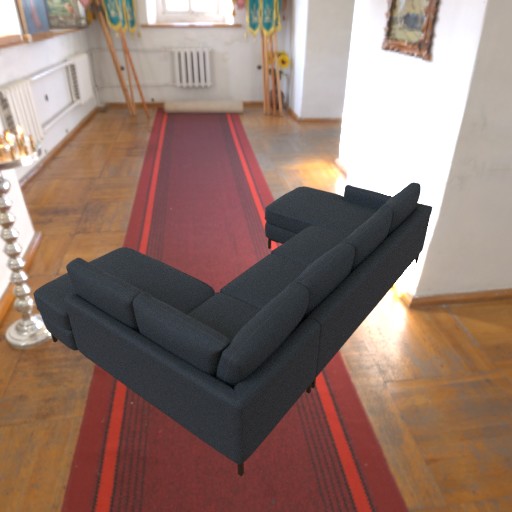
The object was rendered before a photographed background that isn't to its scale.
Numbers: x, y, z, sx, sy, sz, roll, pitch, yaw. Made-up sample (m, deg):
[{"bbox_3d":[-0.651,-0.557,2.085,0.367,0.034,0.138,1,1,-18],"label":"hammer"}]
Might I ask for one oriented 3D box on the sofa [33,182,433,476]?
[{"bbox_3d":[0.000,0.000,3.795,1.984,0.858,2.975,22,38,31],"label":"sofa"}]
